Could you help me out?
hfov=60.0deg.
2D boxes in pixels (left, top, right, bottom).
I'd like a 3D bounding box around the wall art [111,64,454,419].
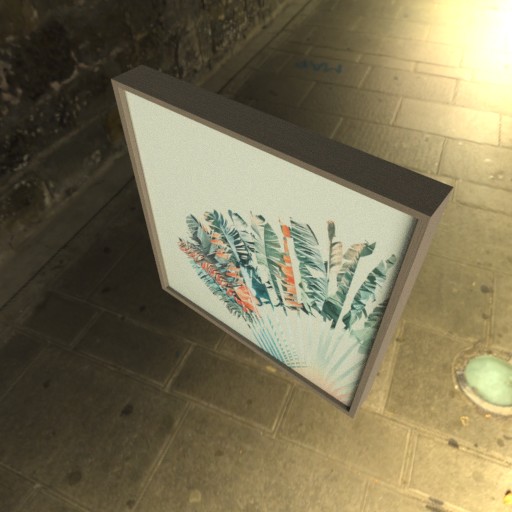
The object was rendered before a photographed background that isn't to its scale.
[{"bbox_3d":[0.000,0.000,0.460,0.304,0.303,0.038,30,54,25],"label":"wall art"}]
